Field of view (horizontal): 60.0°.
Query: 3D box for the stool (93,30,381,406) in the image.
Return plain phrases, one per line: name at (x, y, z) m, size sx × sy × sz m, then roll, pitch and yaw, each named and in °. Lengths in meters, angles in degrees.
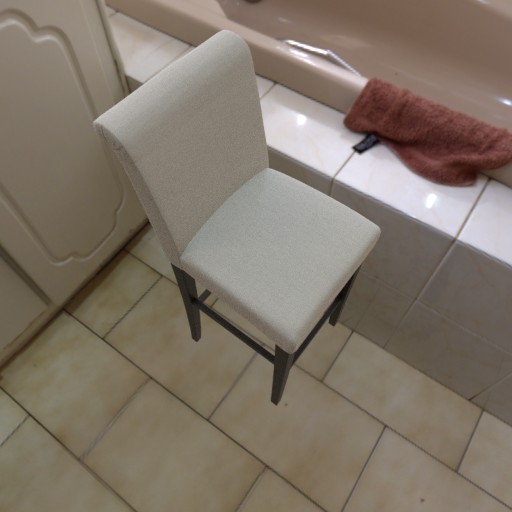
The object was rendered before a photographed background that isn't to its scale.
stool at (0.000, 0.000, 1.435) m, size 0.597 × 1.124 × 0.452 m, roll 33°, pitch 64°, yaw 19°
